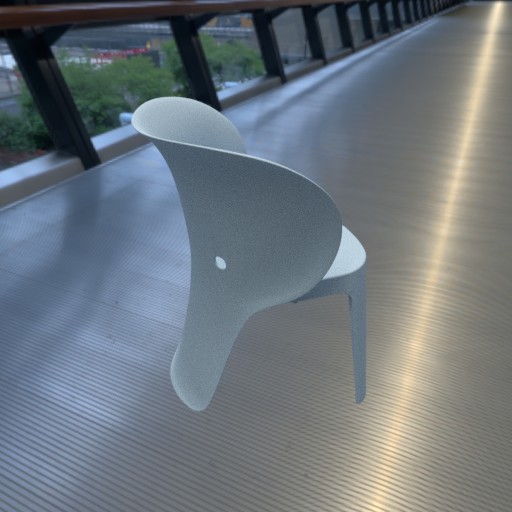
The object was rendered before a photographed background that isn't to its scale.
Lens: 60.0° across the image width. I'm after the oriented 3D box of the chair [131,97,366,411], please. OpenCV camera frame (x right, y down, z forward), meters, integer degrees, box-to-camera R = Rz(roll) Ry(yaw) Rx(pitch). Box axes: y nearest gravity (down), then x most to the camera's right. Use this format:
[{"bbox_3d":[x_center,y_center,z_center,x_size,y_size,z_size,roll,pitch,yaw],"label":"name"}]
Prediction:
[{"bbox_3d":[0.000,0.000,0.872,0.402,0.554,0.451,-10,31,-17],"label":"chair"}]
